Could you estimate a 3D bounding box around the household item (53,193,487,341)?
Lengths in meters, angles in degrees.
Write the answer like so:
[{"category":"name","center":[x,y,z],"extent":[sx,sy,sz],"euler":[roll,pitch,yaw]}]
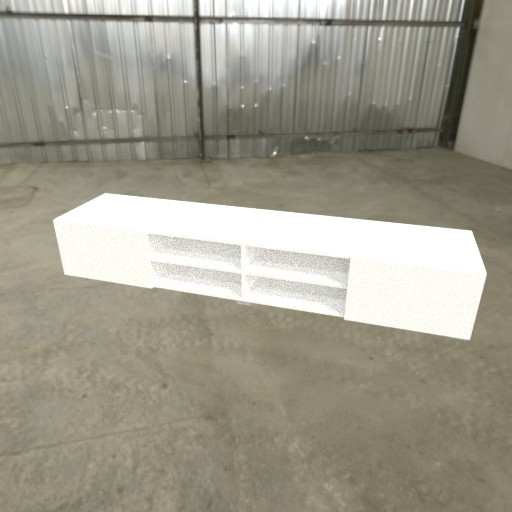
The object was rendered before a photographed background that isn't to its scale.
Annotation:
[{"category":"household item","center":[0.000,0.000,2.071],"extent":[1.850,0.310,0.420],"euler":[7,27,15]}]
